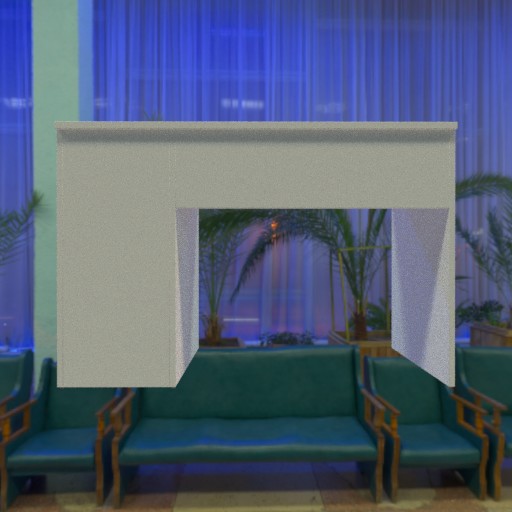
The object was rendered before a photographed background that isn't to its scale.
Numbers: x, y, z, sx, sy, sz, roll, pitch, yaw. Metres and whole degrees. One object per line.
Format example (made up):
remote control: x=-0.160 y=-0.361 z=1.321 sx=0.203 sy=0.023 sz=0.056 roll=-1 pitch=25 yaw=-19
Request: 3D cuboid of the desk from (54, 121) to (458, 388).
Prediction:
desk: x=0.000 y=0.000 z=1.483 sx=1.096 sy=0.730 sz=0.560 roll=0 pitch=0 yaw=0
